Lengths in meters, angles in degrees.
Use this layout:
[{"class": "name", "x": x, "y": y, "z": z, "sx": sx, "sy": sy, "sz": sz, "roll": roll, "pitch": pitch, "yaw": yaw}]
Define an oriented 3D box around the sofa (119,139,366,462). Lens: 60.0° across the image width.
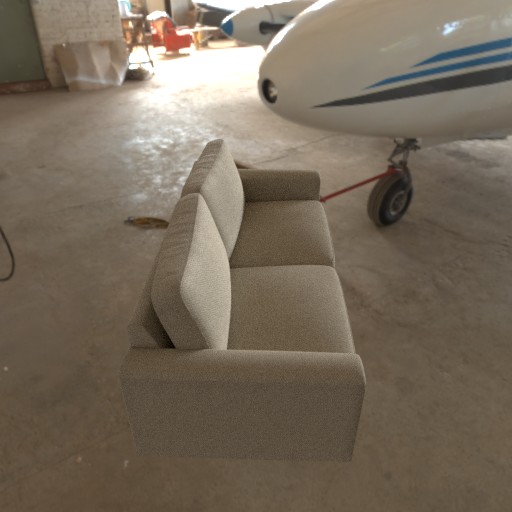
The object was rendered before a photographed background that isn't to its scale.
[{"class": "sofa", "x": 0.000, "y": 0.000, "z": 2.702, "sx": 1.016, "sy": 0.873, "sz": 2.179, "roll": 1, "pitch": 33, "yaw": 2}]
